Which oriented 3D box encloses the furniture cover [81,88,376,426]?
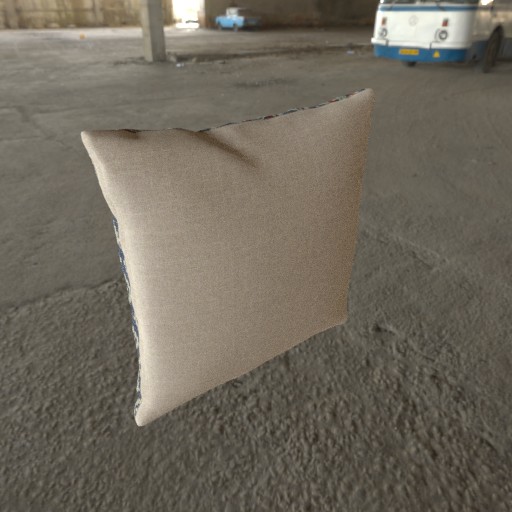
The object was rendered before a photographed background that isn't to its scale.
[{"bbox_3d":[0.000,0.000,0.655,0.431,0.431,0.139,-20,35,-30],"label":"furniture cover"}]
